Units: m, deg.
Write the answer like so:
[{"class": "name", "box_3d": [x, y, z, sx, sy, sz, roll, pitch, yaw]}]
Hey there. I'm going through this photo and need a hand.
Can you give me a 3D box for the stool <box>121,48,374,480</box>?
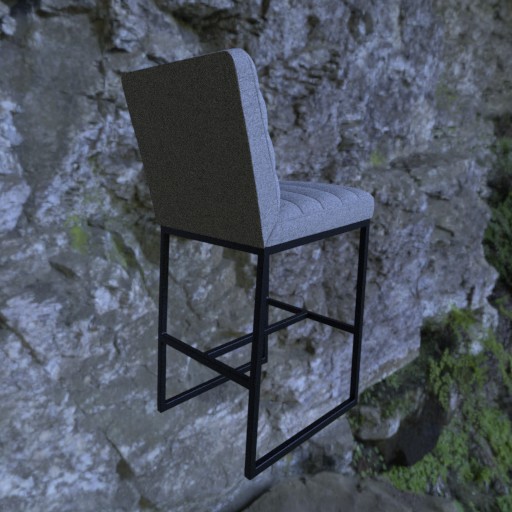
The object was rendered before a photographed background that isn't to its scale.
[{"class": "stool", "box_3d": [0.000, 0.000, 1.327, 0.571, 1.034, 0.459, -13, 19, -43]}]
